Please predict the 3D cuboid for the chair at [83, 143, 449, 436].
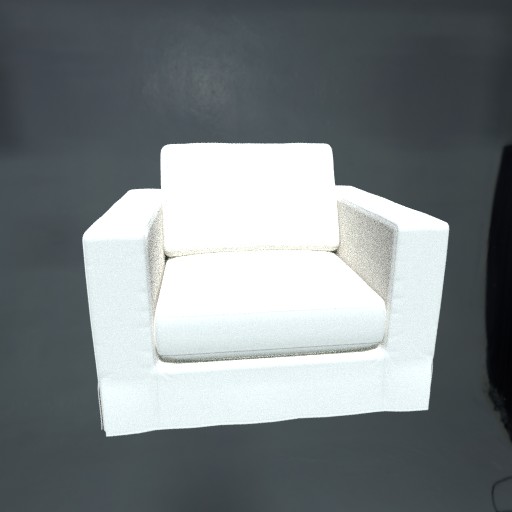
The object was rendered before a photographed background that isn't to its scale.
[{"bbox_3d":[0.000,0.000,1.805,1.150,0.878,0.957,-2,16,-7],"label":"chair"}]
